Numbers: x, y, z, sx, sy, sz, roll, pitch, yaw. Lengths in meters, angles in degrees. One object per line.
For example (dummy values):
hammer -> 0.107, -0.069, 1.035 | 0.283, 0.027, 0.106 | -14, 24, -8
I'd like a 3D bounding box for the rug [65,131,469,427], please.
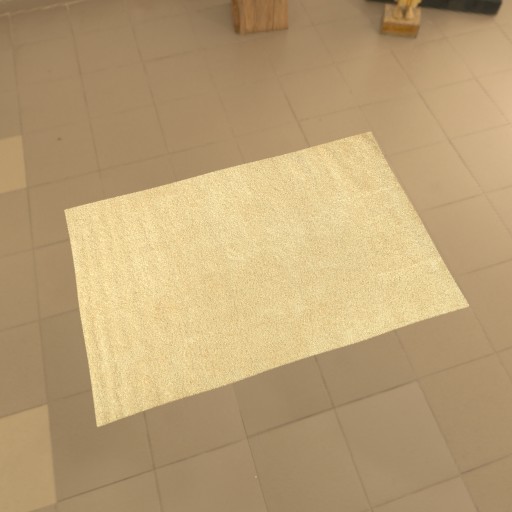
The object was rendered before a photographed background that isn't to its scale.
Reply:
rug -> 0.000, 0.000, 2.962 | 2.346, 0.025, 1.500 | -16, 65, -8
